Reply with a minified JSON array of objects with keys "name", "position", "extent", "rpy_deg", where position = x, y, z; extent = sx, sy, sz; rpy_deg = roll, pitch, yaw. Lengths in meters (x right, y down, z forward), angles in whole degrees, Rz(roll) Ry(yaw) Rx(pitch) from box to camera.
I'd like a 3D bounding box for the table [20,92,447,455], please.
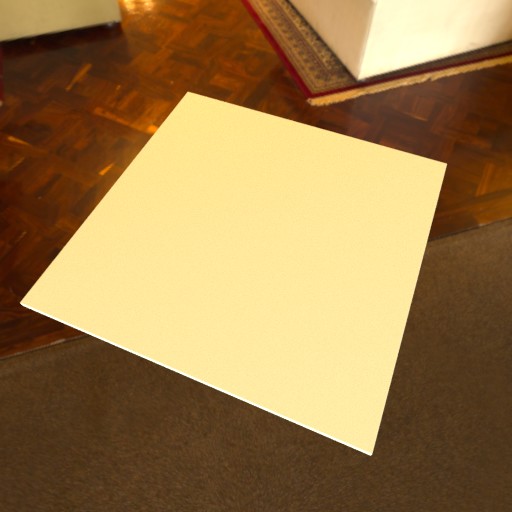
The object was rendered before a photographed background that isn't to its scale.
[{"name":"table","position":[0.000,0.000,1.351],"extent":[0.890,0.305,0.890],"rpy_deg":[19,59,12]}]
